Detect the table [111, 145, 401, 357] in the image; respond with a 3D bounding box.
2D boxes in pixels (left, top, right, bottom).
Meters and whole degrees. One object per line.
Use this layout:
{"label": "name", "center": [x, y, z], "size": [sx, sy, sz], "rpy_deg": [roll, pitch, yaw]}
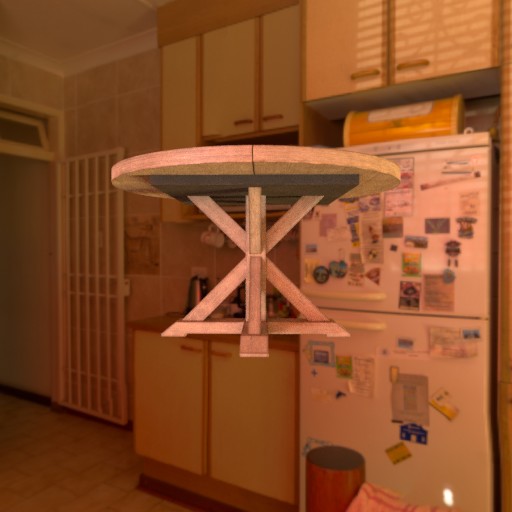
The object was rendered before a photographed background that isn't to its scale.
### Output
{"label": "table", "center": [0.000, 0.000, 2.198], "size": [1.363, 0.781, 1.363], "rpy_deg": [0, 1, 0]}
